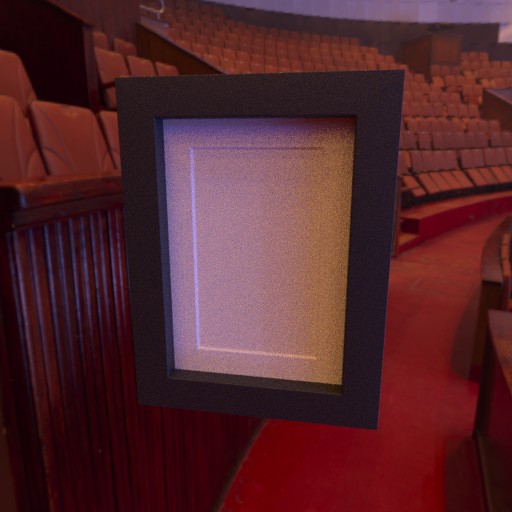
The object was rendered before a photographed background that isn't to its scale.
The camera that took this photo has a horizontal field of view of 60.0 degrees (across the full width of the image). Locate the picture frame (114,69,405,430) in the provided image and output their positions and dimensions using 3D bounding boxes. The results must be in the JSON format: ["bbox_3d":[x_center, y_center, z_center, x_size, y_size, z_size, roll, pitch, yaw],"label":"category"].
[{"bbox_3d":[0.000,0.000,0.275,0.157,0.208,0.028,3,14,10],"label":"picture frame"}]
